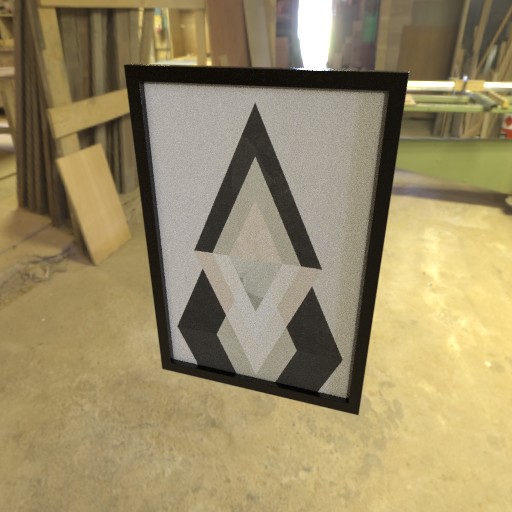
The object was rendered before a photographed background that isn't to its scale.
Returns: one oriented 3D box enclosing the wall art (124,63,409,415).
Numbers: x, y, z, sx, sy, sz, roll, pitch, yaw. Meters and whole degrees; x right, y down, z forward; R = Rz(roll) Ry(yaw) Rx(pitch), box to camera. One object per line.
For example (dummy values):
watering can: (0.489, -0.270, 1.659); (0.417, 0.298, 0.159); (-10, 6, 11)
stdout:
wall art: (0.000, 0.000, 0.580); (0.314, 0.455, 0.019); (8, 29, 16)
